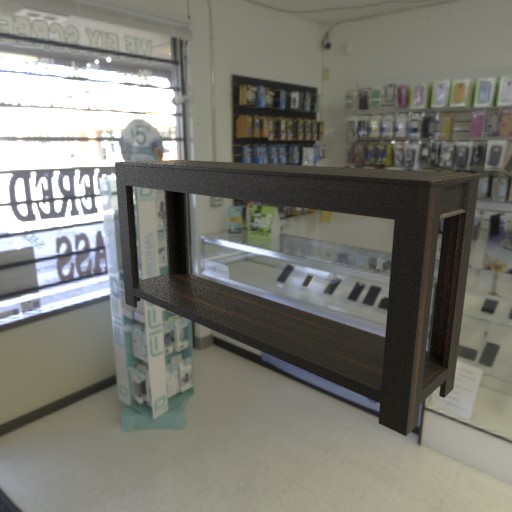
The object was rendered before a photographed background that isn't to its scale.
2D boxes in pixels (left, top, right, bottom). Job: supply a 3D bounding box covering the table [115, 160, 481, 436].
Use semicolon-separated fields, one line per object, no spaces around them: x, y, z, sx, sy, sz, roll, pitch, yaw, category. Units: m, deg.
0.000;0.000;1.919;1.631;0.762;0.384;14;20;42;table
